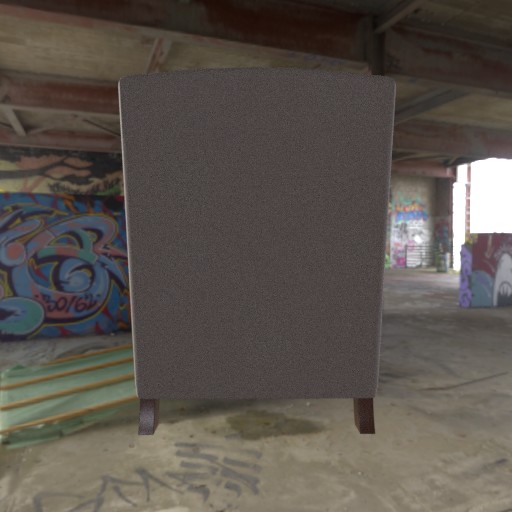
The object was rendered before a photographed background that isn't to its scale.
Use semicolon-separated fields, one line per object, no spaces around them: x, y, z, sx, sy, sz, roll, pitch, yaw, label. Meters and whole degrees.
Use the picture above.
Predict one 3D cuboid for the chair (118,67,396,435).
0.000;0.000;1.562;0.715;1.010;0.863;0;2;-1;chair
